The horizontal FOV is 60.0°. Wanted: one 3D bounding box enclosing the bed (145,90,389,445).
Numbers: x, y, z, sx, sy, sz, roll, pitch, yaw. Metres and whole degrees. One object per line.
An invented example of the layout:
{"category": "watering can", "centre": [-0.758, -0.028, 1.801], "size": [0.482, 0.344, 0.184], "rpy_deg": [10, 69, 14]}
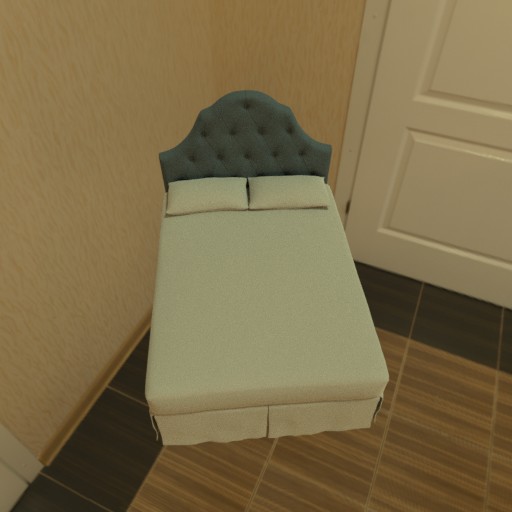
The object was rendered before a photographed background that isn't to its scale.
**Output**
{"category": "bed", "centre": [0.000, 0.000, 3.359], "size": [1.636, 1.575, 2.155], "rpy_deg": [-3, 47, -3]}
